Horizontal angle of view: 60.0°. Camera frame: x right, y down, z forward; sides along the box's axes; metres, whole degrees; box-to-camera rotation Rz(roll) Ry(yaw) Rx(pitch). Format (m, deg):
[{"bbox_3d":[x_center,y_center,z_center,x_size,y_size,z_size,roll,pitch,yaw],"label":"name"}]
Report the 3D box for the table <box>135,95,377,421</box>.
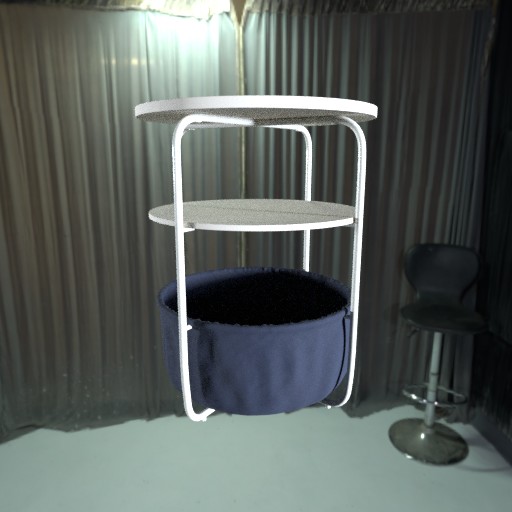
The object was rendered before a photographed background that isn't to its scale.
[{"bbox_3d":[0.000,0.000,0.851,0.418,0.532,0.418,-2,13,-10],"label":"table"}]
